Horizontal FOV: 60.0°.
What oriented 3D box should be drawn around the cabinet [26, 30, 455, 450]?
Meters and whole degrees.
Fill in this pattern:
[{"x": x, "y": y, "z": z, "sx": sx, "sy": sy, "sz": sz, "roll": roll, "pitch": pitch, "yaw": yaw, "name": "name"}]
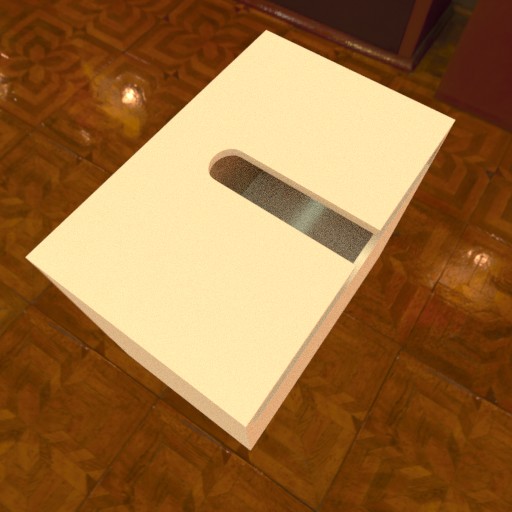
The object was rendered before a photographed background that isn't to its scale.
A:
[{"x": 0.000, "y": 0.000, "z": 0.926, "sx": 0.400, "sy": 0.522, "sz": 0.600, "roll": 33, "pitch": 68, "yaw": 15, "name": "cabinet"}]
